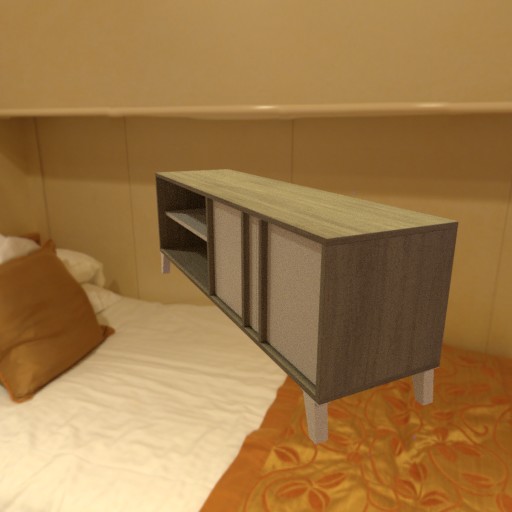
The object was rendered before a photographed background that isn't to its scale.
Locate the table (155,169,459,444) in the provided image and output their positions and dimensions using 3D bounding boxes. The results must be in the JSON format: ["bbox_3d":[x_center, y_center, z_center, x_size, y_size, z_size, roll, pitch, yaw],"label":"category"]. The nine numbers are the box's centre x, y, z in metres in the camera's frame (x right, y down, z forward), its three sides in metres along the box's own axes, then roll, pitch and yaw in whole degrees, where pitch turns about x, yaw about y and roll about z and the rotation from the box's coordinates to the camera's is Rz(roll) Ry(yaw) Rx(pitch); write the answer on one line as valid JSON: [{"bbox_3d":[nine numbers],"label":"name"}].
[{"bbox_3d":[0.000,0.000,1.750,0.400,0.530,1.500,-8,18,-25],"label":"table"}]
